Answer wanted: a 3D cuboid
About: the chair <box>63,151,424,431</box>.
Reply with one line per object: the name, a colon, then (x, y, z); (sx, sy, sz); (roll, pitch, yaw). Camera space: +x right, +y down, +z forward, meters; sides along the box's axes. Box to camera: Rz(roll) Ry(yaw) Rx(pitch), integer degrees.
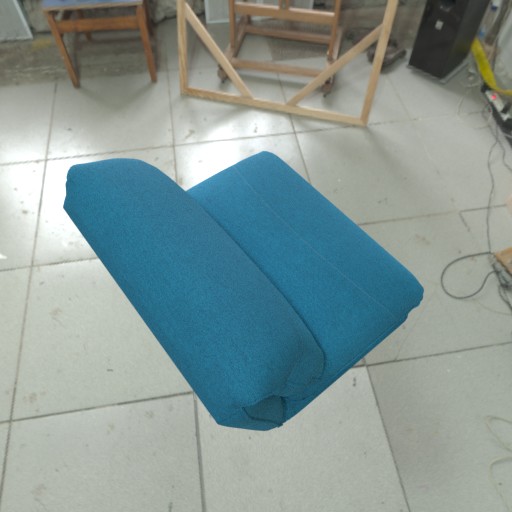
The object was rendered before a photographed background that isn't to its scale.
chair: (0.000, 0.000, 1.348); (0.780, 0.580, 0.820); (-34, 63, -20)
